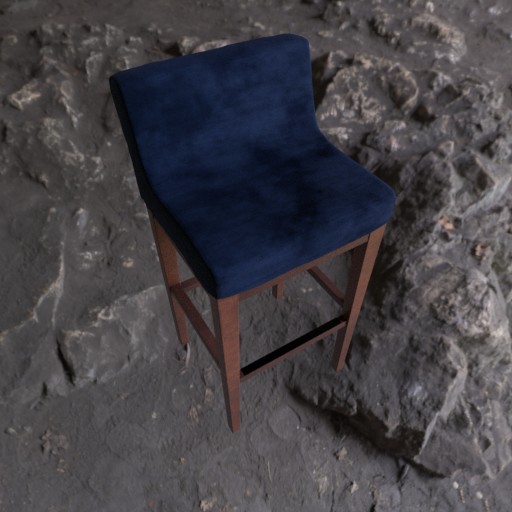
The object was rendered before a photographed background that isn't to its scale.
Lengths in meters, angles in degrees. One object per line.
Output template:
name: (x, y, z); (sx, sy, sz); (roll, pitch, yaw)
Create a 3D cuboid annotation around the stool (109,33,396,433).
stool: (0.000, 0.000, 1.298); (0.511, 1.037, 0.500); (-24, 50, -21)
